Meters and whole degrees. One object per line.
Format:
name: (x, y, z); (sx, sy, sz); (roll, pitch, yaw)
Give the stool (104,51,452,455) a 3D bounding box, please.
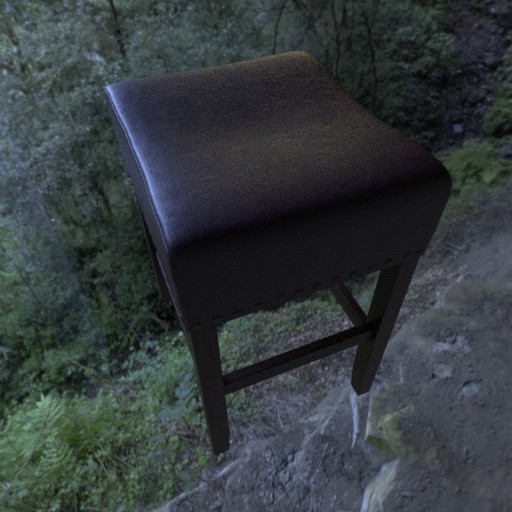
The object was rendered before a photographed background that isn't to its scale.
stool: (0.000, 0.000, 0.892); (0.397, 0.608, 0.465); (-17, 49, -15)
